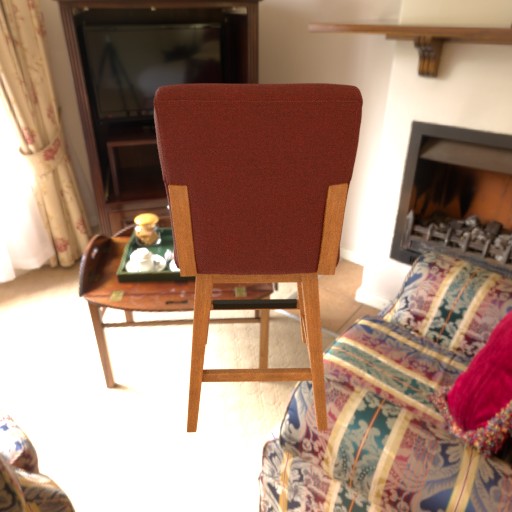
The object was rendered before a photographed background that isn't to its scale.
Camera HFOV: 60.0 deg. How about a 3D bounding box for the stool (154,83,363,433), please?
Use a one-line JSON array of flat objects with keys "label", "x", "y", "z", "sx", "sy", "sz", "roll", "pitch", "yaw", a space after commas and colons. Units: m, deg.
[{"label": "stool", "x": 0.000, "y": 0.000, "z": 1.323, "sx": 0.468, "sy": 1.038, "sz": 0.562, "roll": -1, "pitch": 29, "yaw": -1}]
